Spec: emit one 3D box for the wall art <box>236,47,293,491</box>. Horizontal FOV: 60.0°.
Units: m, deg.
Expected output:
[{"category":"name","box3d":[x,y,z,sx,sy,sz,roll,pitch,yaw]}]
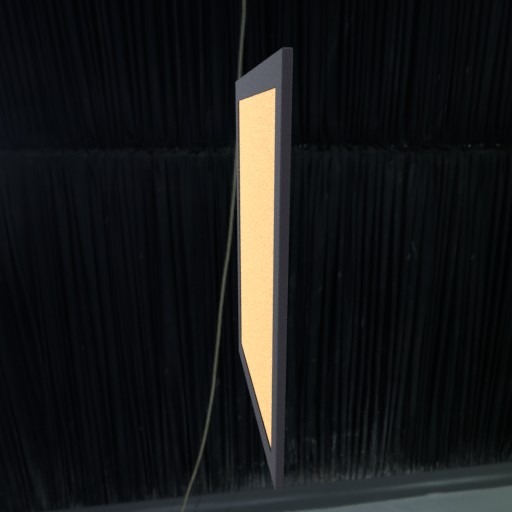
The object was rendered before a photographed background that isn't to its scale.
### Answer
[{"category":"wall art","box3d":[0.000,0.000,0.678,0.012,0.529,0.374,-3,17,-9]}]
